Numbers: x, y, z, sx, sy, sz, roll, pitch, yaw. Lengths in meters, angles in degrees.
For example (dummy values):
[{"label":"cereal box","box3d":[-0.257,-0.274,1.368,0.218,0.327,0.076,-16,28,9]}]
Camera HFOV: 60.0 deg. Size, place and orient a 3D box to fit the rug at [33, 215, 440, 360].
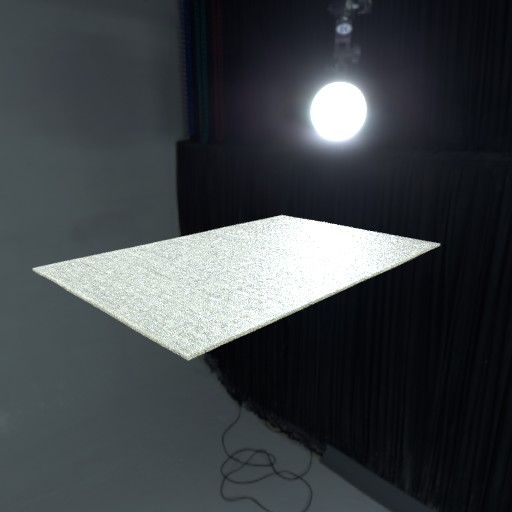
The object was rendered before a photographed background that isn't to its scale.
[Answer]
[{"label":"rug","box3d":[0.000,0.000,2.948,1.532,0.018,2.297,15,22,42]}]
